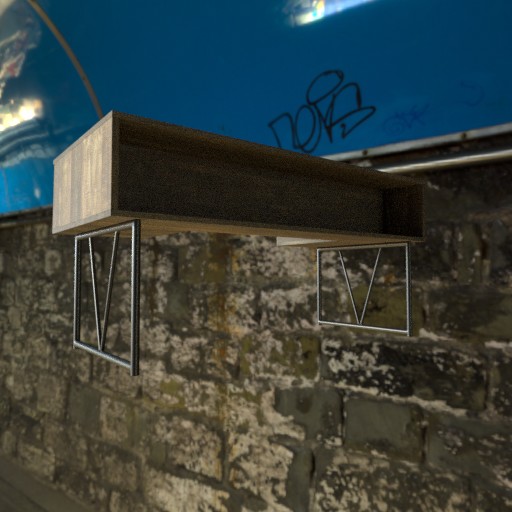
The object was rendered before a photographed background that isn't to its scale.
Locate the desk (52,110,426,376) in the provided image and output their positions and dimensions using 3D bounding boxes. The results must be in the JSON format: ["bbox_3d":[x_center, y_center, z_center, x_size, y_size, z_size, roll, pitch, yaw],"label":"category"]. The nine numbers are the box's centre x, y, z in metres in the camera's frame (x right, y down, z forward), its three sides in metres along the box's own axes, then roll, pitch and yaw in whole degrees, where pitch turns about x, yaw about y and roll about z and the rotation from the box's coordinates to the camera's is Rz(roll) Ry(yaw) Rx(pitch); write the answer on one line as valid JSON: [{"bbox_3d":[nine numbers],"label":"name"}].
[{"bbox_3d":[0.000,0.000,2.042,1.600,0.780,0.730,2,-3,-37],"label":"desk"}]
